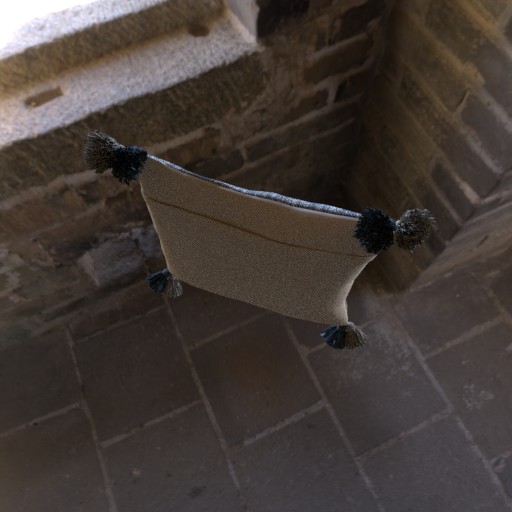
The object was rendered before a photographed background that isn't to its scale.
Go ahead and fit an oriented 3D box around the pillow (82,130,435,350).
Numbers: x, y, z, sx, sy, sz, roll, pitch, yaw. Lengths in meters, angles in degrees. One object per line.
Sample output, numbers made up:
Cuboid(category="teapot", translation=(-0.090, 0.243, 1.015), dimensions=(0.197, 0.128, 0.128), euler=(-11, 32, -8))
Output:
Cuboid(category="pillow", translation=(0.000, 0.000, 0.942), dimensions=(0.614, 0.634, 0.138), euler=(17, 64, 8))
